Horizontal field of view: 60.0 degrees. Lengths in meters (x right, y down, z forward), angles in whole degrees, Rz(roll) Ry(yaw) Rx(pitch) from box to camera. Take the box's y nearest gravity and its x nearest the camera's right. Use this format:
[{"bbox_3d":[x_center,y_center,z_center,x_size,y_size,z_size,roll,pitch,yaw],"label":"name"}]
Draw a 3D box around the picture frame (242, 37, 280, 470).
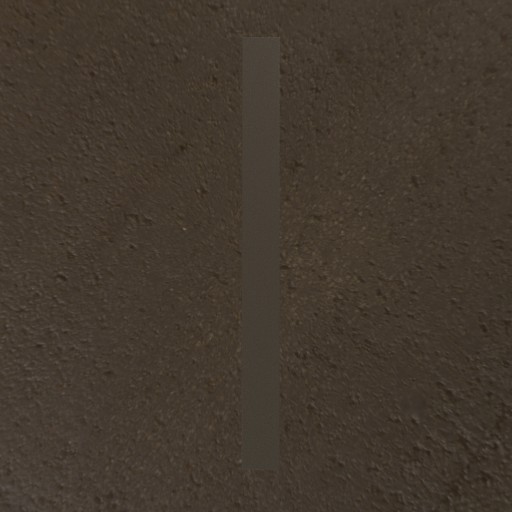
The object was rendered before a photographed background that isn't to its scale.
[{"bbox_3d":[0.000,0.000,1.342,0.073,0.968,0.839,0,89,-1],"label":"picture frame"}]
